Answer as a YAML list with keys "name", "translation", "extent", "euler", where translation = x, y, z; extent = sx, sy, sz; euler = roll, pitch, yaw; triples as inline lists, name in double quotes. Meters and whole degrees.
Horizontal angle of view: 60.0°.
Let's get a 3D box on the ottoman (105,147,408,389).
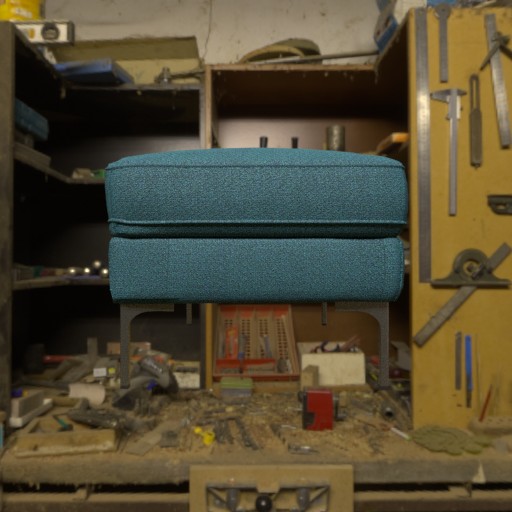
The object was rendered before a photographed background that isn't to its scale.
- name: "ottoman"
  translation: [0.000, 0.000, 1.212]
  extent: [0.563, 0.498, 0.856]
  euler: [0, 0, 0]
